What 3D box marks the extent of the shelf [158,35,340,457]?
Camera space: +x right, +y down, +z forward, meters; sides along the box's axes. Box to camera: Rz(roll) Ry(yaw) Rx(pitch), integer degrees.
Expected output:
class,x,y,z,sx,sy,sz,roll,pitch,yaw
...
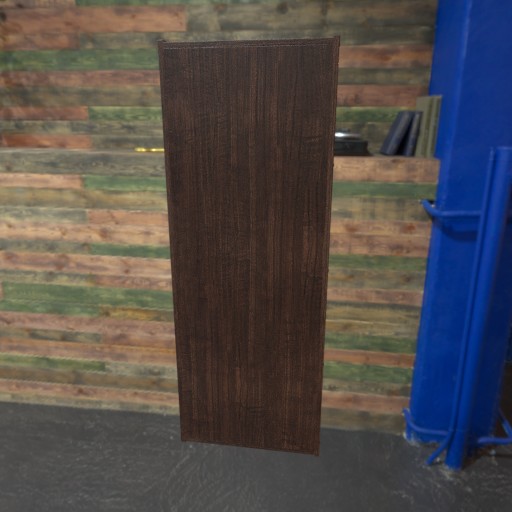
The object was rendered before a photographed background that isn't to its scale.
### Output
class,x,y,z,sx,sy,sz,roll,pitch,yaw
shelf,0.000,0.000,1.279,0.415,1.099,0.290,3,17,8
